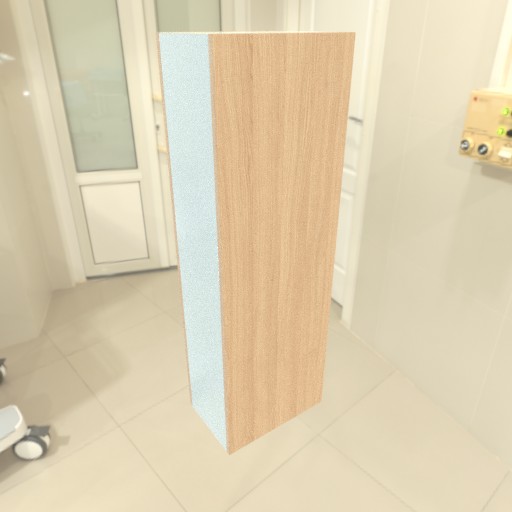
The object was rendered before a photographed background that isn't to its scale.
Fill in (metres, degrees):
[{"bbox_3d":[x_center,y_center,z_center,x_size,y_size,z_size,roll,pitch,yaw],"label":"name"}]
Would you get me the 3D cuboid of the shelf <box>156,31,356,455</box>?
[{"bbox_3d":[0.000,0.000,0.978,0.290,0.882,0.197,-18,33,-31],"label":"shelf"}]
